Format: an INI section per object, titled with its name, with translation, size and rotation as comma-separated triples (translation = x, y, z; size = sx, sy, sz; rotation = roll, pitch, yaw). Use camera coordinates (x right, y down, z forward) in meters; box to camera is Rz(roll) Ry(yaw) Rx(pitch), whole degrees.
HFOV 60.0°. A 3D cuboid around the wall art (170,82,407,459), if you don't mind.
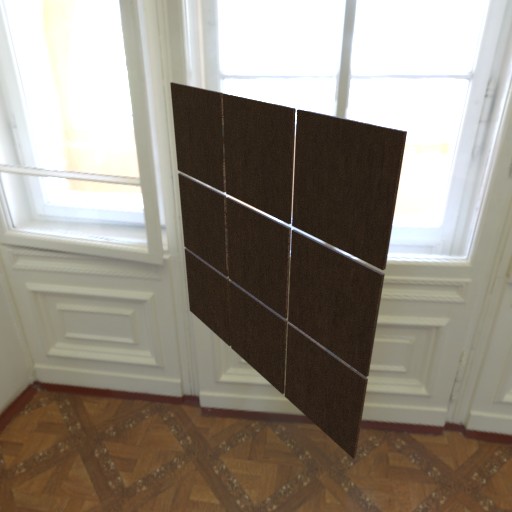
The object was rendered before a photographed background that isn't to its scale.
[wall art]
translation = 0.000, 0.000, 2.271
size = 0.014, 1.525, 1.527
rotation = -20, 34, -33
